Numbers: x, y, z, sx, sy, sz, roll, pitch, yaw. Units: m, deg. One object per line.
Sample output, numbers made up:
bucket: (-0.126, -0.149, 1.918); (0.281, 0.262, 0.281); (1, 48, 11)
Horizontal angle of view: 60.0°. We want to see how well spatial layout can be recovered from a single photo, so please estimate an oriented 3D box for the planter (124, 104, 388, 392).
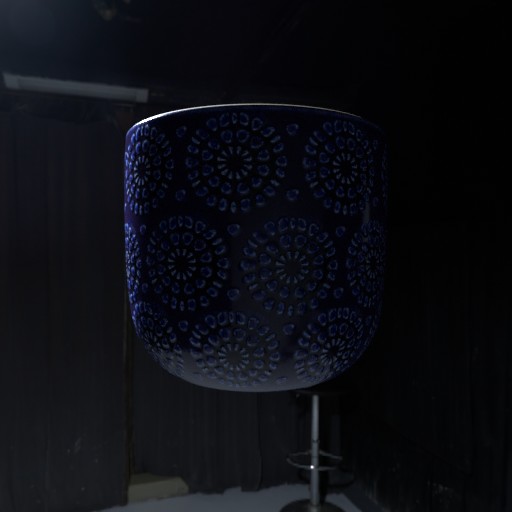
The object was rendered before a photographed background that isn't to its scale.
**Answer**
planter: (0.000, 0.000, 0.292); (0.165, 0.149, 0.165); (0, 1, 0)
